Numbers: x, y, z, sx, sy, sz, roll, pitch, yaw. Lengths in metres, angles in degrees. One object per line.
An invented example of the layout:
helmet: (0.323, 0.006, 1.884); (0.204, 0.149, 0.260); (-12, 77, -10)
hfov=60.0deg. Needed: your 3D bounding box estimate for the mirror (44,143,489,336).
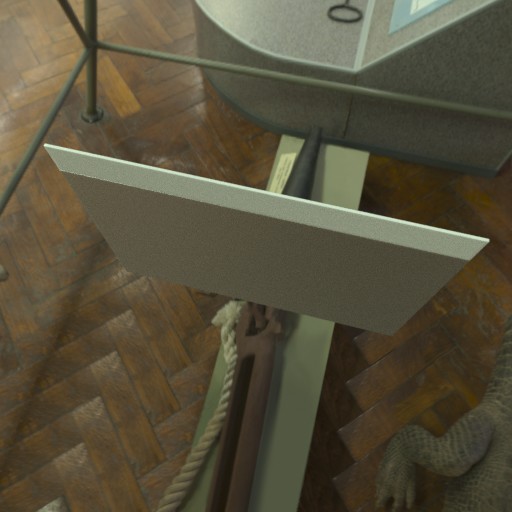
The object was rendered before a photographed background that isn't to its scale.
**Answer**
mirror: (0.000, 0.000, 1.129); (0.870, 0.630, 0.030); (13, 65, 6)
